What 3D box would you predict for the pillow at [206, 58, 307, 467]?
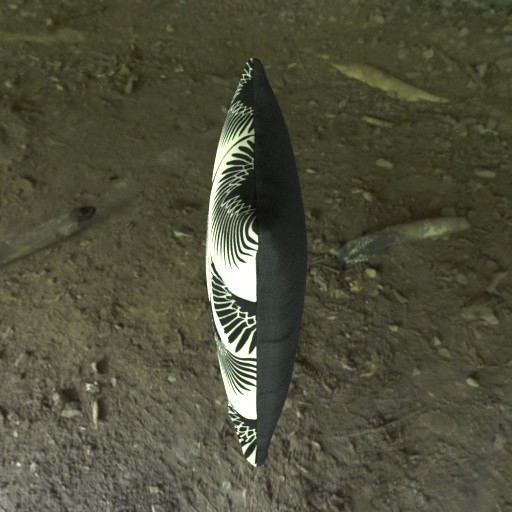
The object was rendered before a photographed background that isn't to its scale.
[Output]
[{"bbox_3d":[0.000,0.000,0.656,0.139,0.432,0.432,-1,41,-1],"label":"pillow"}]
